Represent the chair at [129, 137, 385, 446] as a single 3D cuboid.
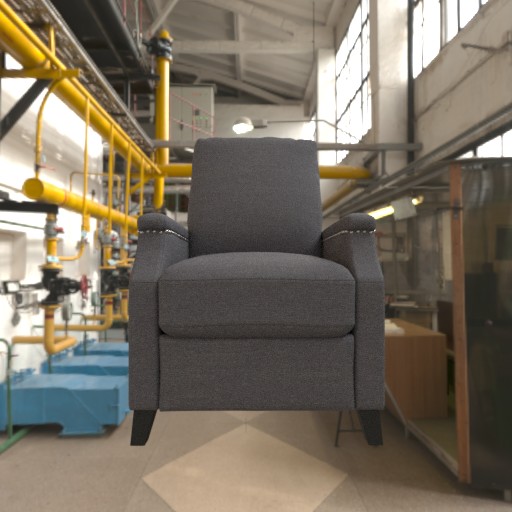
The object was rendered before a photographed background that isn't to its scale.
[{"bbox_3d":[0.000,0.000,1.627,0.710,1.049,0.922,0,-1,0],"label":"chair"}]
